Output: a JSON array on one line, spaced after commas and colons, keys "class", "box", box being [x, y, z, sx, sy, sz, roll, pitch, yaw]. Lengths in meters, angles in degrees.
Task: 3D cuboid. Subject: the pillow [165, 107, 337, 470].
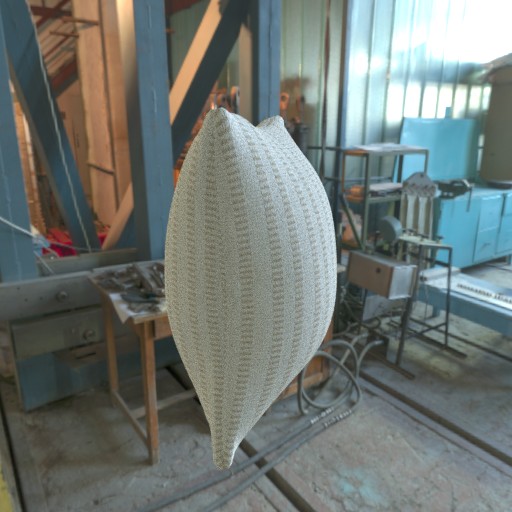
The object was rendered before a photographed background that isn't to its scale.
[{"class": "pillow", "box": [0.000, 0.000, 0.679, 0.247, 0.419, 0.438, 3, 17, 10]}]
